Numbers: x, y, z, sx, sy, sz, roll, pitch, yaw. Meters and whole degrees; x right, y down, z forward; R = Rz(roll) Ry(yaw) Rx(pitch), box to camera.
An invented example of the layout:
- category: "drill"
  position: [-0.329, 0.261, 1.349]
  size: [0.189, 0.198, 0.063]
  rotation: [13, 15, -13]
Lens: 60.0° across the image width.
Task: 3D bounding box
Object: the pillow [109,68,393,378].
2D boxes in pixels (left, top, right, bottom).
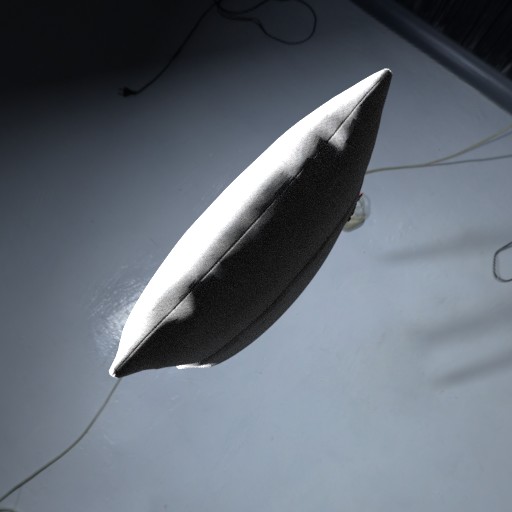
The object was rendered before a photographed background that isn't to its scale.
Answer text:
- category: "pillow"
  position: [0.000, 0.000, 0.660]
  size: [0.173, 0.436, 0.433]
  rotation: [40, 79, 9]
